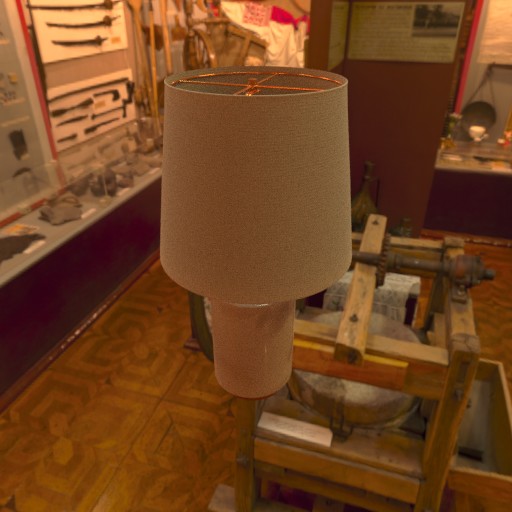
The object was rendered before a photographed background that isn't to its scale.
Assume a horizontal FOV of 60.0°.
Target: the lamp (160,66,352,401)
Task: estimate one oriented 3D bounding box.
[{"bbox_3d":[0.000,0.000,0.451,0.189,0.340,0.189,0,30,0],"label":"lamp"}]
